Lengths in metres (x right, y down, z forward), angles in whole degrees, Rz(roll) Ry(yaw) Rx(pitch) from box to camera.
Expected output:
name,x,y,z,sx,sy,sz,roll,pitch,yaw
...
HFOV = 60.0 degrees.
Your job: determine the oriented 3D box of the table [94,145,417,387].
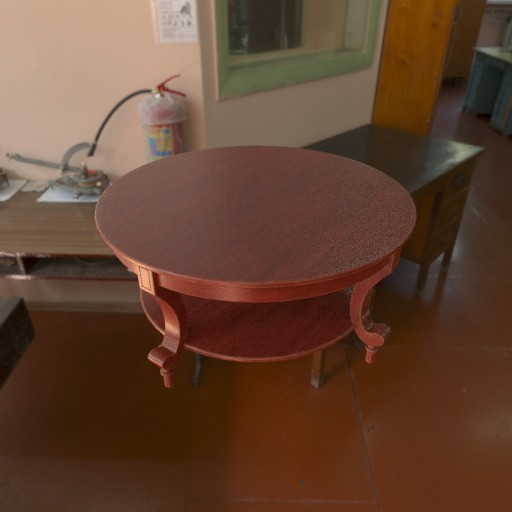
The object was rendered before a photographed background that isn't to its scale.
name,x,y,z,sx,sy,sz,roll,pitch,yaw
table,0.000,0.000,1.600,1.029,0.486,1.029,0,32,0
